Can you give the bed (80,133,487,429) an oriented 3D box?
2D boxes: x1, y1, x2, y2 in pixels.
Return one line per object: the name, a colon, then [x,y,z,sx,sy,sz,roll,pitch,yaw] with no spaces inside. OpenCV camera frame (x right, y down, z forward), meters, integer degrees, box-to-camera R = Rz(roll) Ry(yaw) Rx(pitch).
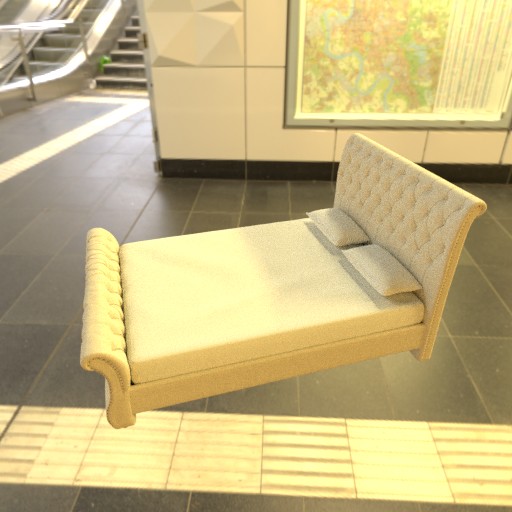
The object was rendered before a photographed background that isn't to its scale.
bed: [0.000,0.000,3.368,2.493,1.268,1.606,-9,32,-14]
